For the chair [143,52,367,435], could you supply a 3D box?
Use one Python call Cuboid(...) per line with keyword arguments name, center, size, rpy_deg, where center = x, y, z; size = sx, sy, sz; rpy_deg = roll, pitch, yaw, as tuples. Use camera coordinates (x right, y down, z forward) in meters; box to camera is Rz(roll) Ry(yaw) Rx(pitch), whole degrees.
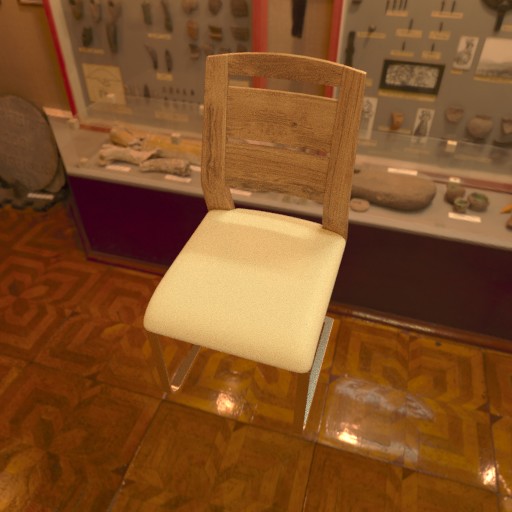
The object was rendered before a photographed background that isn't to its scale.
Cuboid(name="chair", center=(0.000, 0.000, 1.257), size=(0.457, 0.955, 0.561), rpy_deg=(12, 42, 14))
